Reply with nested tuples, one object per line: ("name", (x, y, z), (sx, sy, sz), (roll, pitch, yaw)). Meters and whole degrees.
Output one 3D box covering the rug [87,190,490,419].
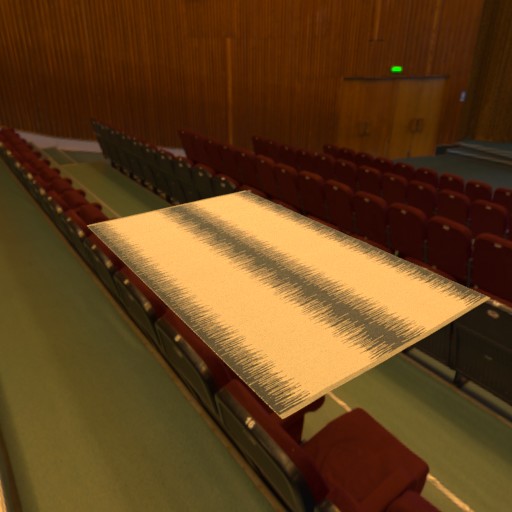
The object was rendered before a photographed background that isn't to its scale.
("rug", (0.000, 0.000, 3.002), (1.519, 0.003, 2.453), (-18, 31, -32))
